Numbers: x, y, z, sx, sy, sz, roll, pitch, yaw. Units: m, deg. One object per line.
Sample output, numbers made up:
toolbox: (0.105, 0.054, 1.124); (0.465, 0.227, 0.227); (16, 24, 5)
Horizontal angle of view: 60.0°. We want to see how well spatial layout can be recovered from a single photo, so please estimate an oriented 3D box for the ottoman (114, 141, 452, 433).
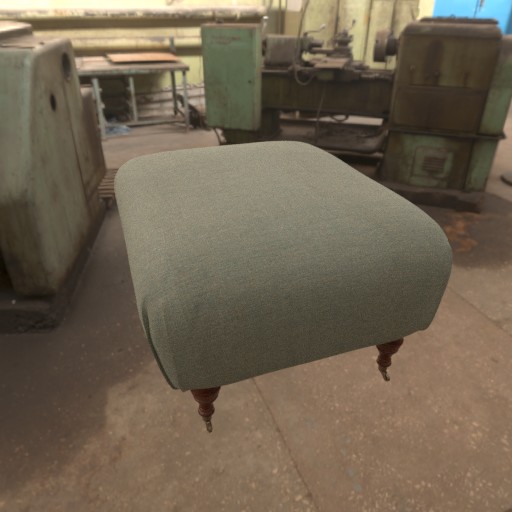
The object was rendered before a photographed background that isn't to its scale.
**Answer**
ottoman: (0.000, 0.000, 1.126); (0.622, 0.450, 0.747); (-10, 32, -17)
